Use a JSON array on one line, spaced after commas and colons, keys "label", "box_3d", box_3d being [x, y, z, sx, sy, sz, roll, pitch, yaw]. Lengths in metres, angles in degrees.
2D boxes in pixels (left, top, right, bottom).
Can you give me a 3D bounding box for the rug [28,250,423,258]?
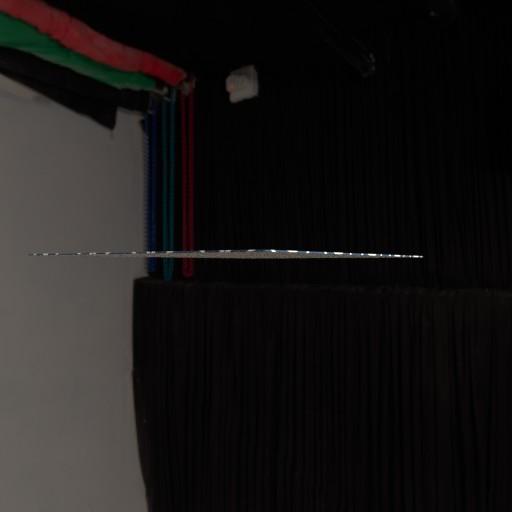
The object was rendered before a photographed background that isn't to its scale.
[{"label": "rug", "box_3d": [0.000, 0.000, 4.481, 2.438, 0.010, 3.353, -1, -1, 35]}]
